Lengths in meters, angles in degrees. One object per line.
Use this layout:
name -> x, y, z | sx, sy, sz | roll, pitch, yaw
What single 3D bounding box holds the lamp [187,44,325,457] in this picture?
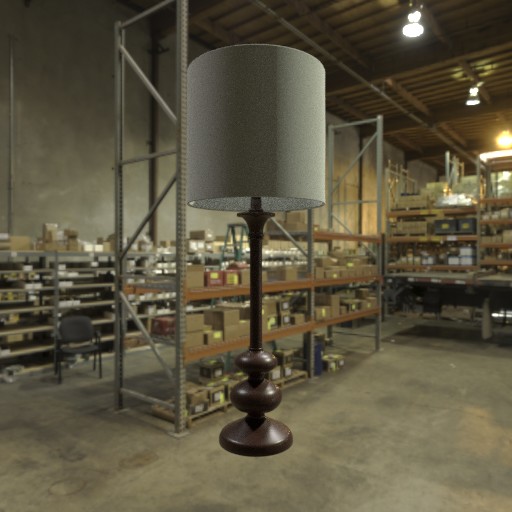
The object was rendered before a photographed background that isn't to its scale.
lamp -> 0.000, 0.000, 0.823 | 0.254, 0.690, 0.254 | 0, 0, 38
